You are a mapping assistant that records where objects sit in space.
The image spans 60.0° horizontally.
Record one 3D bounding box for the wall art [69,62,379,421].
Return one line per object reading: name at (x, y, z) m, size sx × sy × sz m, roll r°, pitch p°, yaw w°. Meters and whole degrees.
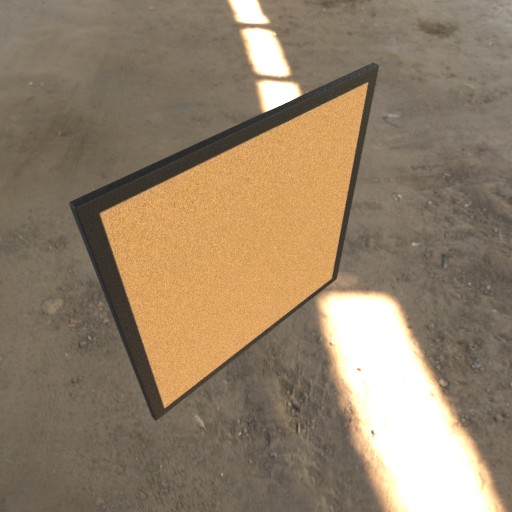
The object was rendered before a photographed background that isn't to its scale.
wall art at (0.000, 0.000, 0.977) m, size 0.663 × 0.659 × 0.016 m, roll -33°, pitch 55°, yaw -28°
